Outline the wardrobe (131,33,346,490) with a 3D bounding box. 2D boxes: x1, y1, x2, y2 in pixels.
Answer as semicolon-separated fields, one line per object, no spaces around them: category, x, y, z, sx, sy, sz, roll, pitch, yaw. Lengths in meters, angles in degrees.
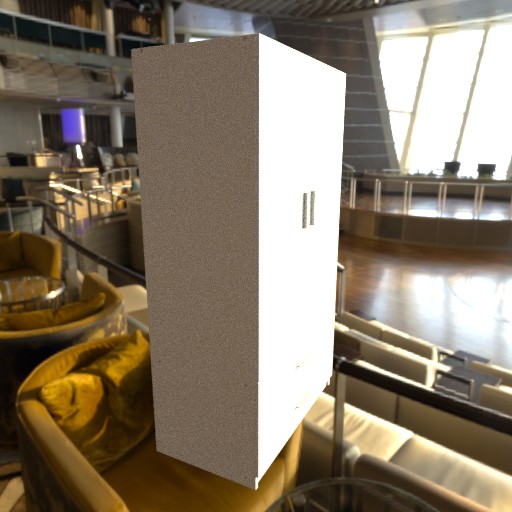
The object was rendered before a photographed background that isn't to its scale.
wardrobe;0.000;0.000;2.235;0.577;1.808;0.991;7;16;27
